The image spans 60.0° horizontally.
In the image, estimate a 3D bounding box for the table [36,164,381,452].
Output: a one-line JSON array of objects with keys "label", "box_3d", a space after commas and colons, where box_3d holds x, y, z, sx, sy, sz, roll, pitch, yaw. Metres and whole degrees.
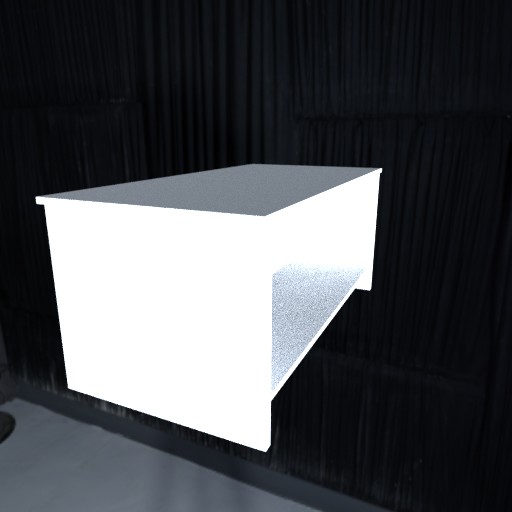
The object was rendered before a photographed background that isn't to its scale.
[{"label": "table", "box_3d": [0.000, 0.000, 1.275, 0.500, 0.441, 1.000, 7, 17, 24]}]
